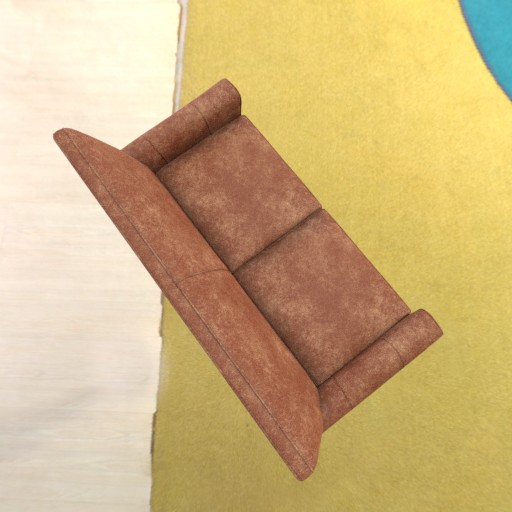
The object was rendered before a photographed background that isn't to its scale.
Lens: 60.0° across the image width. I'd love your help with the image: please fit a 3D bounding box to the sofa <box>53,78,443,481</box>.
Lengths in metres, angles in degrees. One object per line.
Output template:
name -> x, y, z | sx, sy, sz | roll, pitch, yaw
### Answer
sofa -> 0.000, 0.000, 1.961 | 0.787, 0.871, 1.473 | -36, 78, -9
